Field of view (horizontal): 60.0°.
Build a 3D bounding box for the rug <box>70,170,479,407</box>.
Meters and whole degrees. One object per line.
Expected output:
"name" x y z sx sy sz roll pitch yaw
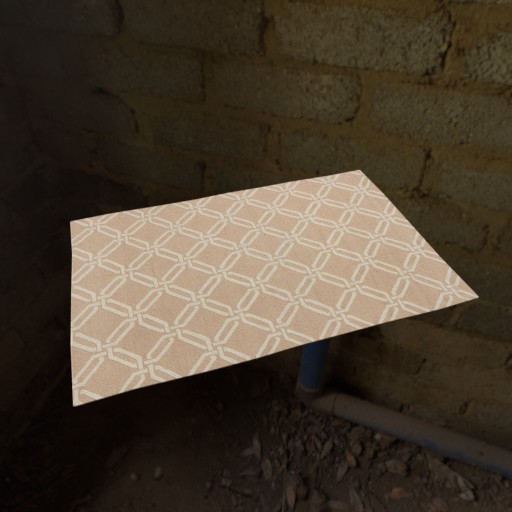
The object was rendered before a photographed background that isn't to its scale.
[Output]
"rug" 0.000 0.000 2.180 1.745 0.010 1.146 -12 44 -13
